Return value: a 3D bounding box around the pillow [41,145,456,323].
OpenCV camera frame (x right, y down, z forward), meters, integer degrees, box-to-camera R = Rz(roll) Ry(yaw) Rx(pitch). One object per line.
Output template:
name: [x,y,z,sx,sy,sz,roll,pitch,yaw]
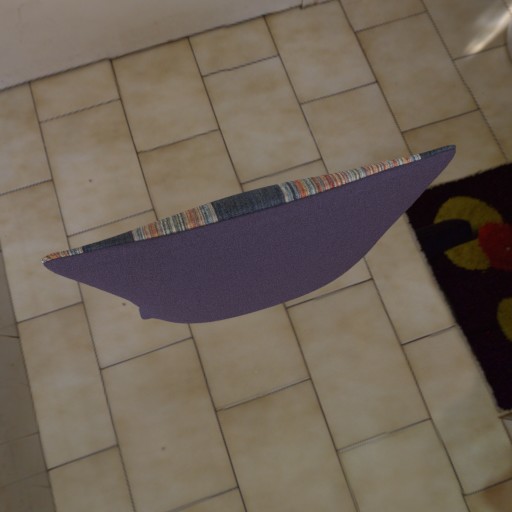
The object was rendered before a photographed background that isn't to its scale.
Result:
pillow: [0.000,0.000,0.634,0.437,0.419,0.136,-16,76,-4]
